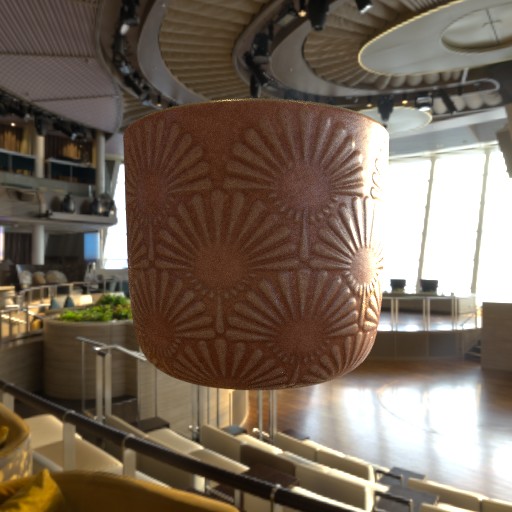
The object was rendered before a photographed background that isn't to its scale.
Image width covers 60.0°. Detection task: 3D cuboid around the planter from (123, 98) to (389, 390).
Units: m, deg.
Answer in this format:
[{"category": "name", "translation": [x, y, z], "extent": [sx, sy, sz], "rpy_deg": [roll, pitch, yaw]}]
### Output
[{"category": "planter", "translation": [0.000, 0.000, 0.215], "extent": [0.124, 0.109, 0.124], "rpy_deg": [0, -1, 0]}]
